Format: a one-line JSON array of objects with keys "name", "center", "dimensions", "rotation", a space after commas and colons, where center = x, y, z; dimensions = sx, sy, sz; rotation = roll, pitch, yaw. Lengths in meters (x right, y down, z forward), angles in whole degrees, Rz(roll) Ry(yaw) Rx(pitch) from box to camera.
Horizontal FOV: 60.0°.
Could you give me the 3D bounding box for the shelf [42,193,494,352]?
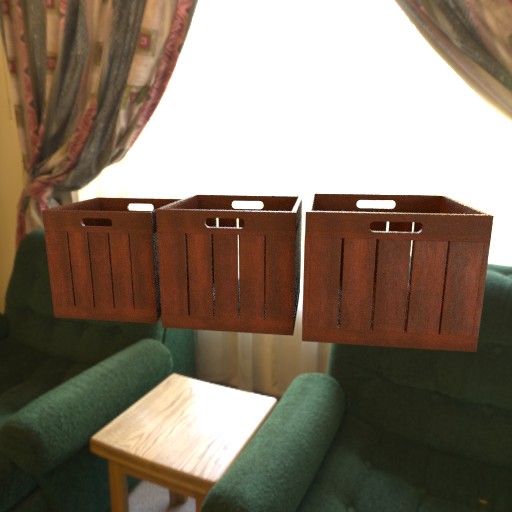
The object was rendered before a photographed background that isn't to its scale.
[{"name": "shelf", "center": [0.000, 0.000, 1.228], "dimensions": [1.064, 0.311, 0.393], "rotation": [2, 14, 8]}]
